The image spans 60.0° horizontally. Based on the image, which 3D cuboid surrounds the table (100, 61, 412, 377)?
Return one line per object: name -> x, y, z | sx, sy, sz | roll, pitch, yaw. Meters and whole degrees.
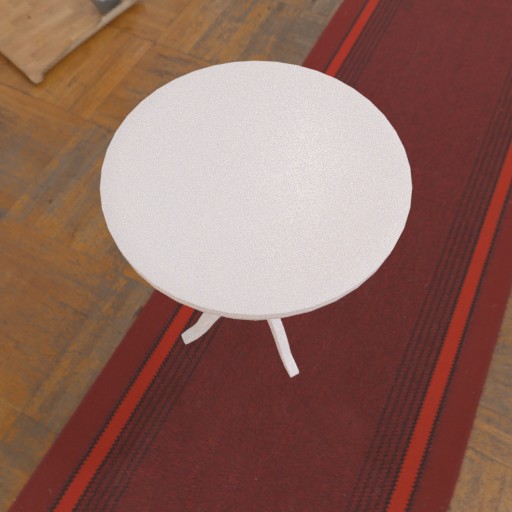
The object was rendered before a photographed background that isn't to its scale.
table -> 0.000, 0.000, 1.028 | 0.513, 0.653, 0.513 | 0, 63, 0
